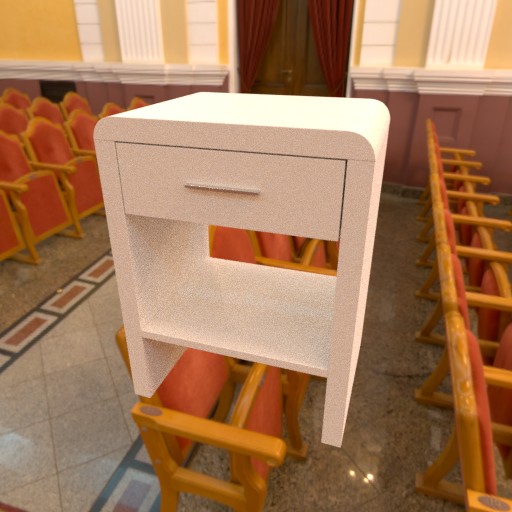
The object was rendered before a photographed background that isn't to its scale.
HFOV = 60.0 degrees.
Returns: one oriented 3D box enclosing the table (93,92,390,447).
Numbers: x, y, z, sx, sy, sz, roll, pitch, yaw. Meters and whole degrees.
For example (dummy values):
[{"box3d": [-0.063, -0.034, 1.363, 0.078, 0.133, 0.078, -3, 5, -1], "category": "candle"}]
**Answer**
[{"box3d": [0.000, 0.000, 0.917, 0.450, 0.590, 0.350, 8, 28, 16], "category": "table"}]
